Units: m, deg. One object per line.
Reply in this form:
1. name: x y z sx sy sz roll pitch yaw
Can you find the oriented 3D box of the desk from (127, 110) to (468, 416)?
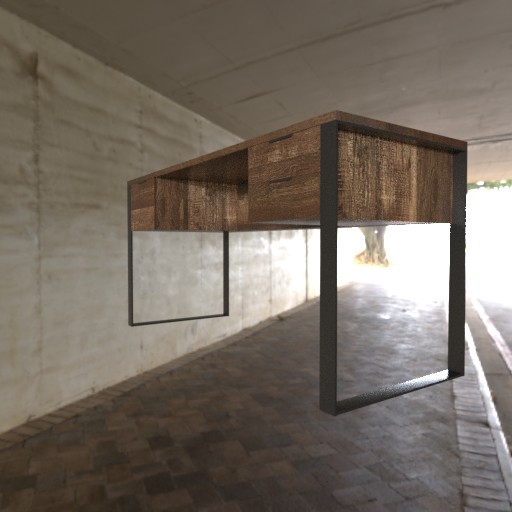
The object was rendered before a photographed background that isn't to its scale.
1. desk: 0.000 0.000 1.893 0.599 0.762 1.524 -1 2 -35
